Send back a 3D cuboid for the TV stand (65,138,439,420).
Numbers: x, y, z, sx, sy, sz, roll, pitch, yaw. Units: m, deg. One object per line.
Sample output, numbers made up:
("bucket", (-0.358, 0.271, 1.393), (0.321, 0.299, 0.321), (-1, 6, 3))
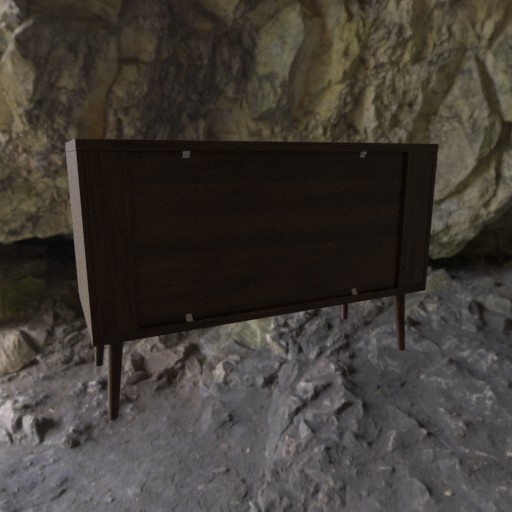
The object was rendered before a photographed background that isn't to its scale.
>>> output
("TV stand", (0.000, 0.000, 1.341), (0.990, 0.660, 0.405), (-6, 14, -25))
